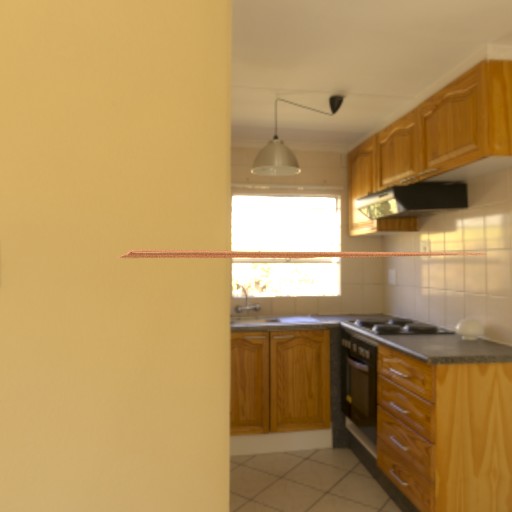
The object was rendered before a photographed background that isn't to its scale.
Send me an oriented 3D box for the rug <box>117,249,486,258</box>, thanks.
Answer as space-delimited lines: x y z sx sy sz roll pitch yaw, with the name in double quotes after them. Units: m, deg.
0.000 0.000 4.245 2.479 0.023 3.092 0 -1 -19 "rug"
